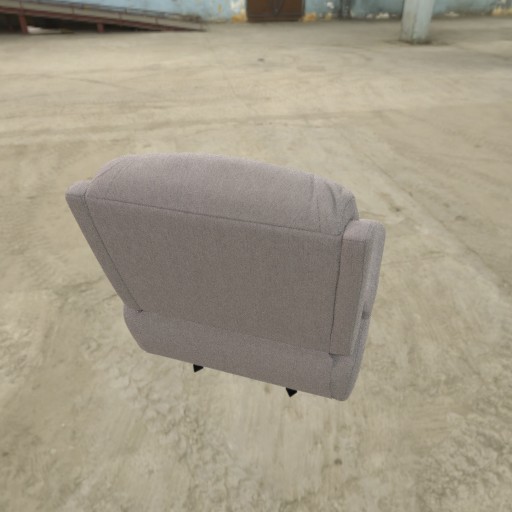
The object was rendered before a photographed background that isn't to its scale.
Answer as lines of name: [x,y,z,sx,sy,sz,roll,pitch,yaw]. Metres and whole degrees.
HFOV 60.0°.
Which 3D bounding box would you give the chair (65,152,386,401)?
chair: [0.000,0.000,1.710,0.930,1.011,0.899,10,34,15]
